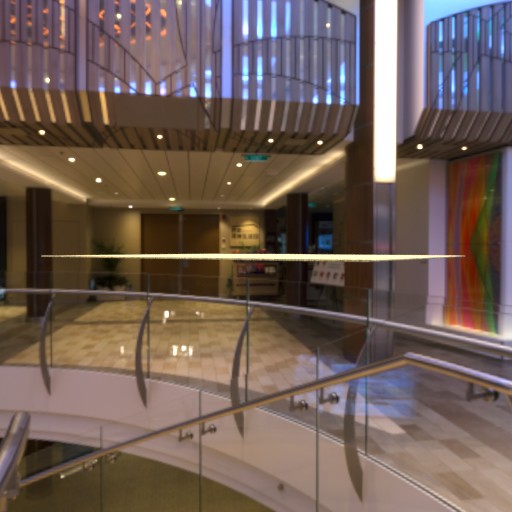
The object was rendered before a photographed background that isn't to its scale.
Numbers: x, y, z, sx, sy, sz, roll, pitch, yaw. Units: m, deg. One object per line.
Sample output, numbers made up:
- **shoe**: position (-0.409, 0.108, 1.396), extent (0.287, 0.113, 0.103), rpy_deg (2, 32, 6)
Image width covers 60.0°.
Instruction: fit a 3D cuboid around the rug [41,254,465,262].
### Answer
- **rug**: position (0.000, 0.000, 4.202), extent (3.201, 0.014, 2.437), rpy_deg (1, 1, 36)
